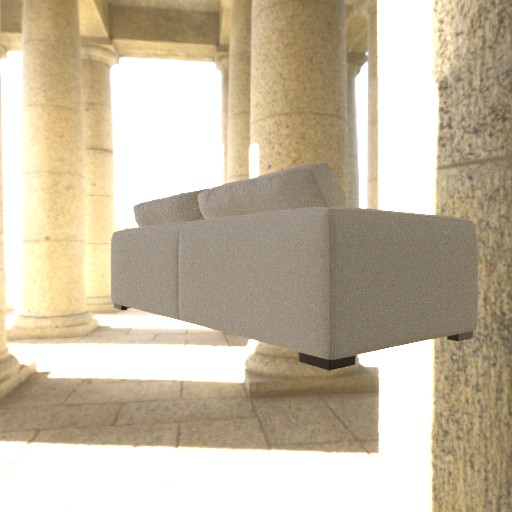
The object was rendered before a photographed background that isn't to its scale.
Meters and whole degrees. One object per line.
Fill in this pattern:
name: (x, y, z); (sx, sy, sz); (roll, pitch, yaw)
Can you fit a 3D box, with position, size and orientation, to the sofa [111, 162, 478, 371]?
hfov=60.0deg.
sofa: (0.000, 0.000, 2.732); (1.070, 0.801, 2.262); (0, 0, -37)
